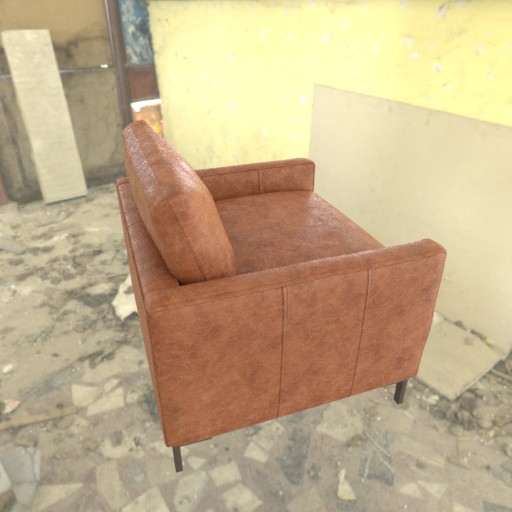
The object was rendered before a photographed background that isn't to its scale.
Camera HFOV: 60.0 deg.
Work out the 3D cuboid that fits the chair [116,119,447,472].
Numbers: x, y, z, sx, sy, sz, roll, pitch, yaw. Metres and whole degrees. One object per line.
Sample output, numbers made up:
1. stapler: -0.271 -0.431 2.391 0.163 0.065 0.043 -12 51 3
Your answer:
1. chair: 0.000 0.000 1.598 0.862 0.869 0.967 -10 31 -17
